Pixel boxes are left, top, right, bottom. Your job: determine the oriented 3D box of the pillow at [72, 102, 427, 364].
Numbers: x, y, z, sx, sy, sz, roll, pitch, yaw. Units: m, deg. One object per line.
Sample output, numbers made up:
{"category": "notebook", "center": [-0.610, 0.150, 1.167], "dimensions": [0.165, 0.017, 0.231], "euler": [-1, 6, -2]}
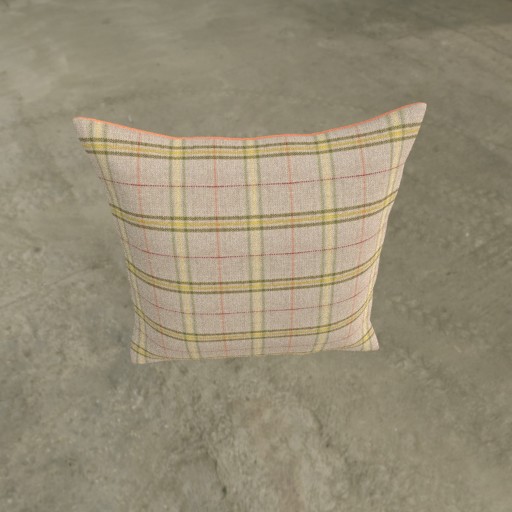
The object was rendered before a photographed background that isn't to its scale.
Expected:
{"category": "pillow", "center": [0.000, 0.000, 0.684], "dimensions": [0.453, 0.430, 0.200], "euler": [-3, 48, -3]}
